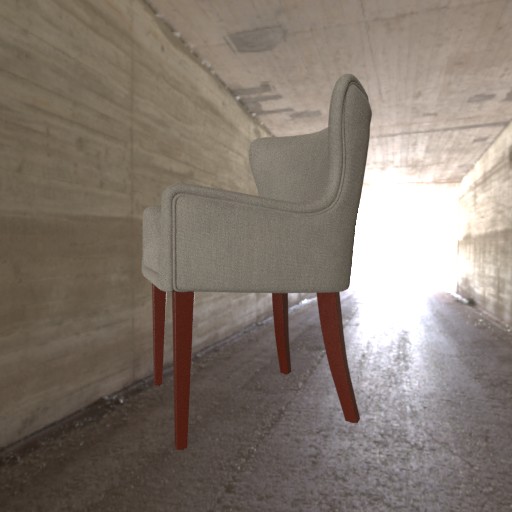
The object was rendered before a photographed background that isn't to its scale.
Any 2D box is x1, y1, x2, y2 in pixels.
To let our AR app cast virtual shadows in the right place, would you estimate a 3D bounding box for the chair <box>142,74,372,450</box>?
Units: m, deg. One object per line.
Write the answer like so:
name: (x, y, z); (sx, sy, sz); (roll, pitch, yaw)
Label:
chair: (0.000, 0.000, 1.432); (0.677, 0.948, 0.732); (0, 1, -18)
